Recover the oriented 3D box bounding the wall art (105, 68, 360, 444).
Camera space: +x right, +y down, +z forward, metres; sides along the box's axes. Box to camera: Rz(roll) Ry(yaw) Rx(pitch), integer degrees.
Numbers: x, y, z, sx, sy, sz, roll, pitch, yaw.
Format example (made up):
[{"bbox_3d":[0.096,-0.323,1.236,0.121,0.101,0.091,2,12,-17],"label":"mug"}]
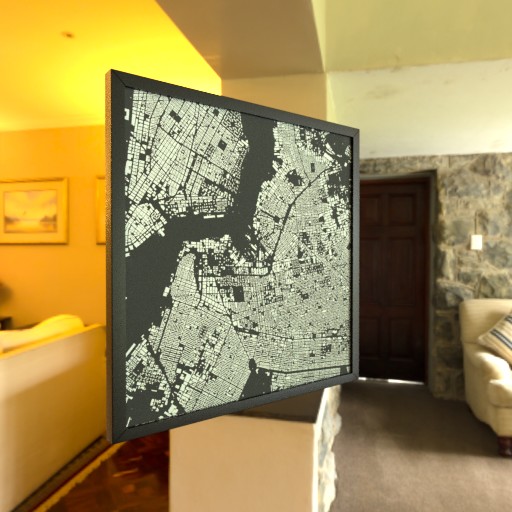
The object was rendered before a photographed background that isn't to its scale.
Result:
[{"bbox_3d":[0.000,0.000,1.135,0.755,0.761,0.038,-1,1,-37],"label":"wall art"}]
